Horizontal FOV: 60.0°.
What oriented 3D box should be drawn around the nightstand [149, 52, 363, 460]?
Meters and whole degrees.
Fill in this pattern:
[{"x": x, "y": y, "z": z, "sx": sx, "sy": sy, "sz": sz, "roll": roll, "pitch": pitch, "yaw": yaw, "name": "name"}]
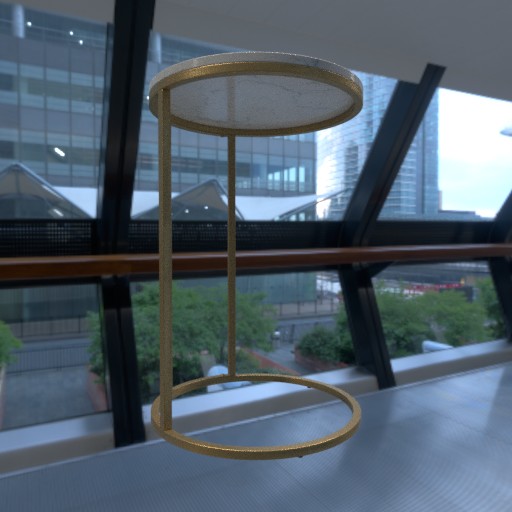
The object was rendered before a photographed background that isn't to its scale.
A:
[{"x": 0.000, "y": 0.000, "z": 0.858, "sx": 0.400, "sy": 0.610, "sz": 0.400, "roll": 0, "pitch": 2, "yaw": 17, "name": "nightstand"}]
